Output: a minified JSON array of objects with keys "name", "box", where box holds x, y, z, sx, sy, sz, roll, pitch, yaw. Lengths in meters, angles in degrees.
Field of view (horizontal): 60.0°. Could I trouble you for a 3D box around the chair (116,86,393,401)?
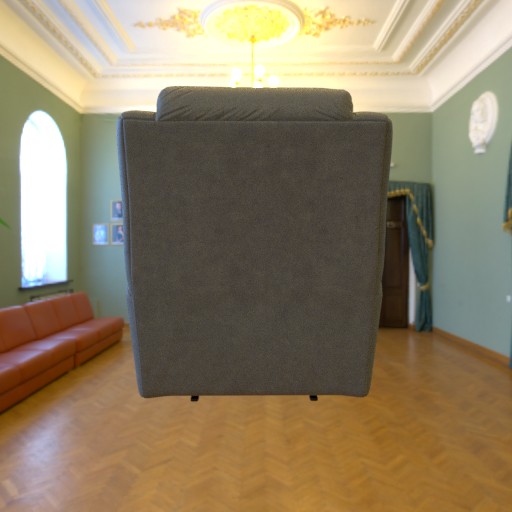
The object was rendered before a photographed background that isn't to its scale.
[{"name":"chair","box":[0.000,0.000,1.895,0.967,1.116,1.068,0,0,-1]}]
